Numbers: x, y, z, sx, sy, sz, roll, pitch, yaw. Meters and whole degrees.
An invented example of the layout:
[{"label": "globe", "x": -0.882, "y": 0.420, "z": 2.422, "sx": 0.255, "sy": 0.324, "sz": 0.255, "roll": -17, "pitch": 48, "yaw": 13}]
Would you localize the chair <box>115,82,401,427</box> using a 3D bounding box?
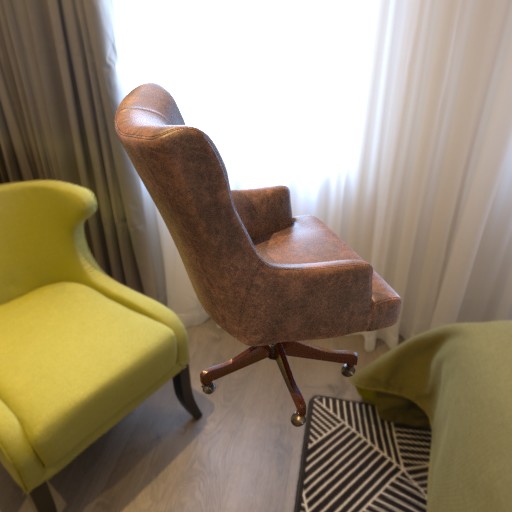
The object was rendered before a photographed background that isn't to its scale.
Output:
[{"label": "chair", "x": 0.000, "y": 0.000, "z": 1.477, "sx": 0.762, "sy": 1.035, "sz": 0.641, "roll": -10, "pitch": 32, "yaw": -16}]
